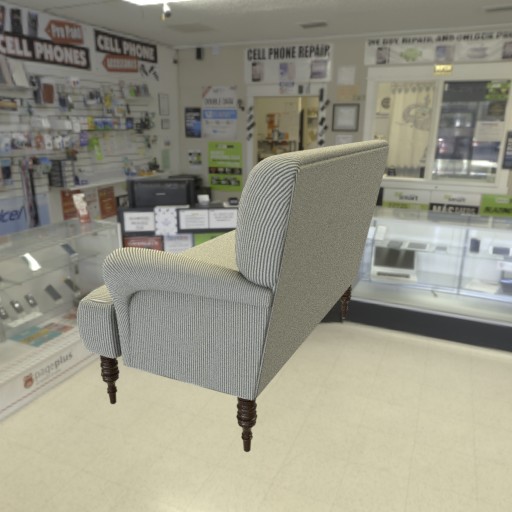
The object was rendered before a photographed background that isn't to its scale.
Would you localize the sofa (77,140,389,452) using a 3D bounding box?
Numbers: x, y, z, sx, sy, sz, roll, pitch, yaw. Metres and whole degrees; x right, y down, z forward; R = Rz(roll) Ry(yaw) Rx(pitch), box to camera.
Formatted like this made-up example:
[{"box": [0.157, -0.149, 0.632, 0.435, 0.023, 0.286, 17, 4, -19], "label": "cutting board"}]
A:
[{"box": [0.000, 0.000, 1.791, 0.779, 0.889, 1.297, 8, 18, 25], "label": "sofa"}]
